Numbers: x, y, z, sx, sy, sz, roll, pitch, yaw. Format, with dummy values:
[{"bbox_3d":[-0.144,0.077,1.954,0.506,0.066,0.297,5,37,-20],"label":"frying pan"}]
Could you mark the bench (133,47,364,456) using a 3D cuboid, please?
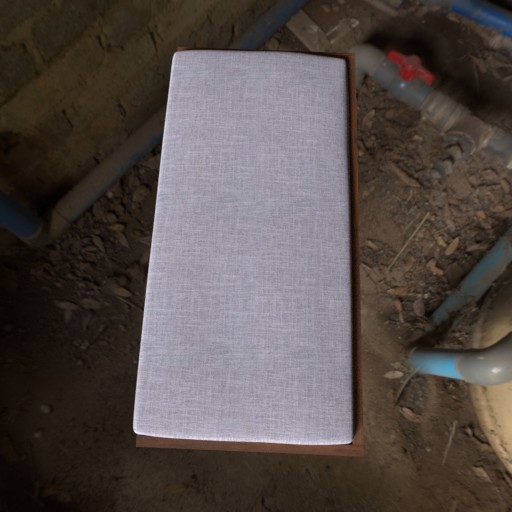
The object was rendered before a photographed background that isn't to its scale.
[{"bbox_3d":[0.000,0.000,0.972,0.362,0.461,0.734,2,75,1],"label":"bench"}]
